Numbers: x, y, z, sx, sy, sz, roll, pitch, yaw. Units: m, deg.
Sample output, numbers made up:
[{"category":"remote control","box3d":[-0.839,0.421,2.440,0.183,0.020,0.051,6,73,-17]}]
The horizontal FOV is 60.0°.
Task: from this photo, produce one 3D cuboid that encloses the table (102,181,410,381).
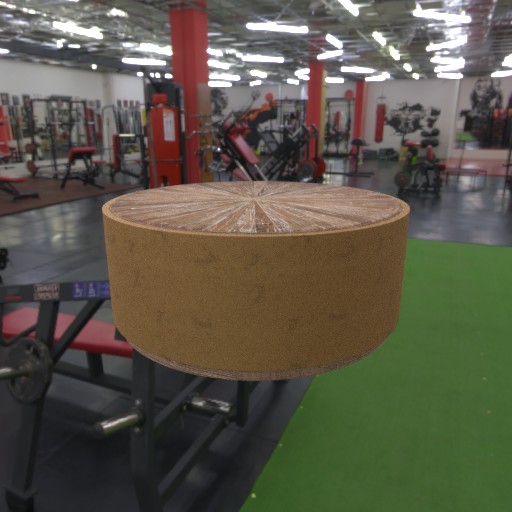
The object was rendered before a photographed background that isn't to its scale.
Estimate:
[{"category":"table","box3d":[0.000,0.000,1.574,1.001,0.409,1.001,0,17,0]}]
